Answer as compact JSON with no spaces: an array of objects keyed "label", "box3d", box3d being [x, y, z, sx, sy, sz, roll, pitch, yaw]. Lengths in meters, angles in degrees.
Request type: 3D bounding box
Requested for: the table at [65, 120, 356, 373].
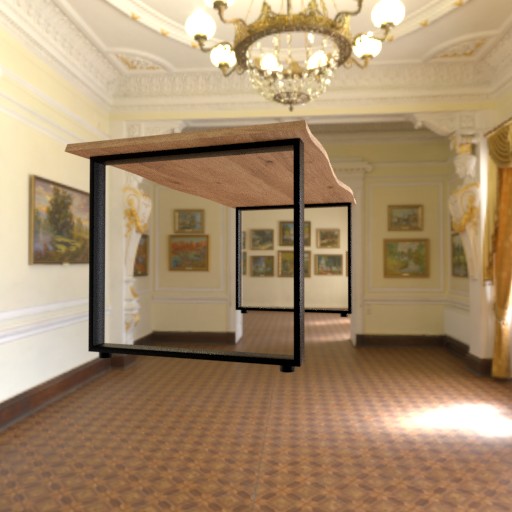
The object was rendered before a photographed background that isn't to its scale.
[{"label":"table","box3d":[0.000,0.000,2.305,0.900,0.780,1.800,0,-1,18]}]
